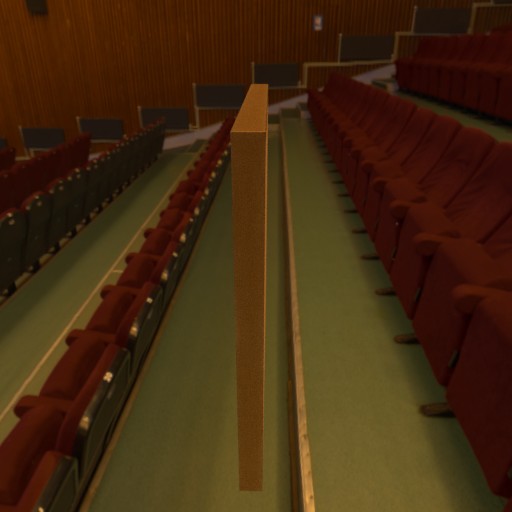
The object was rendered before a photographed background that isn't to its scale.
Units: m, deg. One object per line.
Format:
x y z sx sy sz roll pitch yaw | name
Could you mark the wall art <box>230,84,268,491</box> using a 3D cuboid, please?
0.000 0.000 0.759 0.033 0.509 0.510 1 26 2 | wall art
